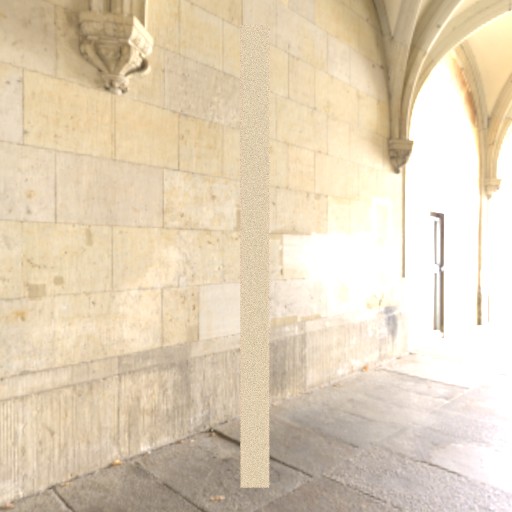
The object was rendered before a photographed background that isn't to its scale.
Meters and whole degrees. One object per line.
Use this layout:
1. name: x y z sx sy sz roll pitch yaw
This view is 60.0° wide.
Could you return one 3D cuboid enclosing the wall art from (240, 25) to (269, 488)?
1. wall art: 0.000 0.000 0.792 0.038 0.608 0.418 0 1 0
